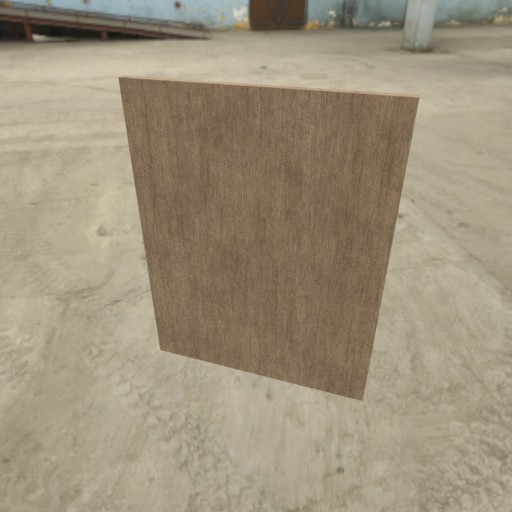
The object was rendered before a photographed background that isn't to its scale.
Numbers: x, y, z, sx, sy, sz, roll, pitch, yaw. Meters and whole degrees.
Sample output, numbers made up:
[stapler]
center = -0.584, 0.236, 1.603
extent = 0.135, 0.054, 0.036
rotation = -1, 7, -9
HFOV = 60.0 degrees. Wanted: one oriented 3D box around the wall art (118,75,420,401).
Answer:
[wall art]
center = 0.000, 0.000, 0.938
extent = 0.534, 0.686, 0.018
rotation = 10, 33, 16
